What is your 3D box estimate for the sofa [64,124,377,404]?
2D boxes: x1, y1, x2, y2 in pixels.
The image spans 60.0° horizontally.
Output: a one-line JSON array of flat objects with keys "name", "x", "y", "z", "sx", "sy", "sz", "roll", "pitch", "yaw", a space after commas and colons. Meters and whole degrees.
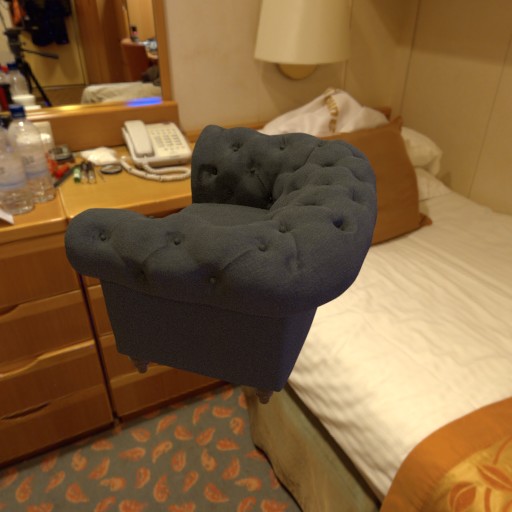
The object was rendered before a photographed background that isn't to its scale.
[{"name": "sofa", "x": 0.000, "y": 0.000, "z": 2.080, "sx": 1.032, "sy": 0.878, "sz": 1.405, "roll": 9, "pitch": 32, "yaw": 15}]
